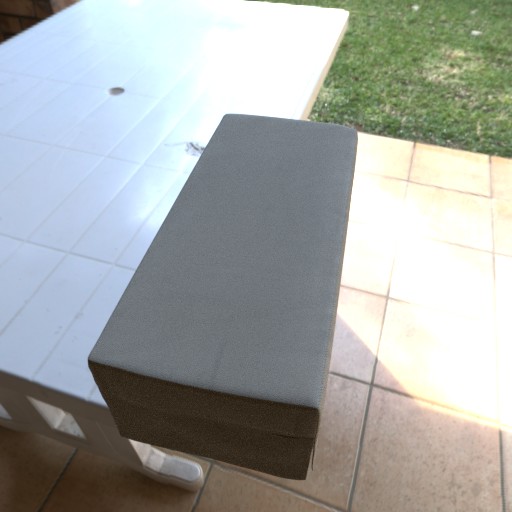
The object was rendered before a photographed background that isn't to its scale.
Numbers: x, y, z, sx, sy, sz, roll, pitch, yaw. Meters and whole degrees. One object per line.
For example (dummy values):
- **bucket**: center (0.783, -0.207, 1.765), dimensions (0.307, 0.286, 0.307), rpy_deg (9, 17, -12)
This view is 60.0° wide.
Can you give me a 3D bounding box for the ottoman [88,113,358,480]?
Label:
- **ottoman**: center (0.000, 0.000, 1.696), dimensions (0.665, 0.457, 1.388), rpy_deg (9, 47, 9)
